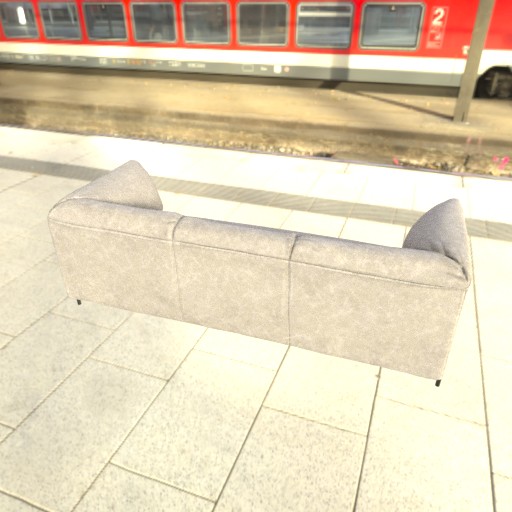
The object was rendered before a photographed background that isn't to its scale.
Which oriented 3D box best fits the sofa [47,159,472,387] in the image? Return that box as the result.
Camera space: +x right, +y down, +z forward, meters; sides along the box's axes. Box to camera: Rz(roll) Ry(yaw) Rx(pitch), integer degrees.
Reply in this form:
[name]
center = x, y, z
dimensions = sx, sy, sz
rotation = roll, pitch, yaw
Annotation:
[sofa]
center = 0.000, 0.000, 2.670
dimensions = 2.238, 0.758, 0.899
rotation = 10, 32, 16
